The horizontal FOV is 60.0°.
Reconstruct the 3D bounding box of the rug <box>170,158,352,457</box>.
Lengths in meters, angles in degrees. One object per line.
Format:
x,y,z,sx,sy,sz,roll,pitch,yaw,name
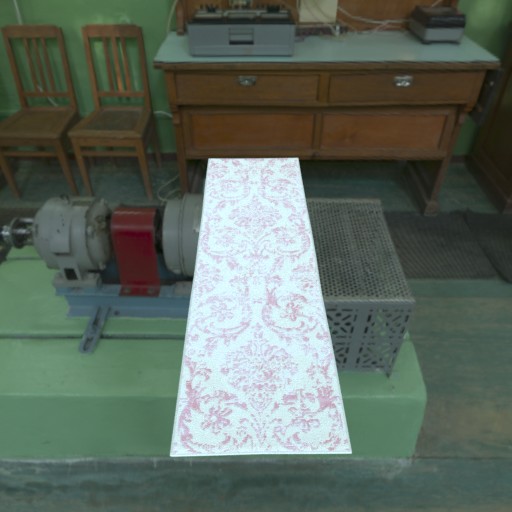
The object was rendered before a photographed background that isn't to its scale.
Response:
0.000,0.000,2.433,0.662,0.011,2.196,-1,41,-1,rug
